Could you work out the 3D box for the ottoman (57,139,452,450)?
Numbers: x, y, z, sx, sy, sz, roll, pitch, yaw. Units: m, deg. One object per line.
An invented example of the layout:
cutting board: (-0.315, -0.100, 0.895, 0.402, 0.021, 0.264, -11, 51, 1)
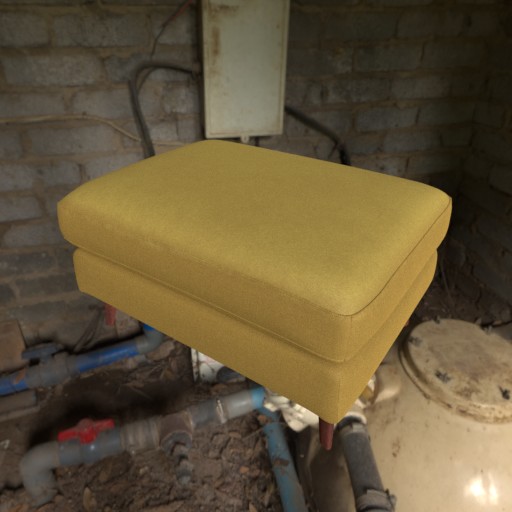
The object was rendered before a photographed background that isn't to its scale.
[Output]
ottoman: (0.000, 0.000, 1.153, 0.811, 0.449, 0.608, 20, 36, 29)
